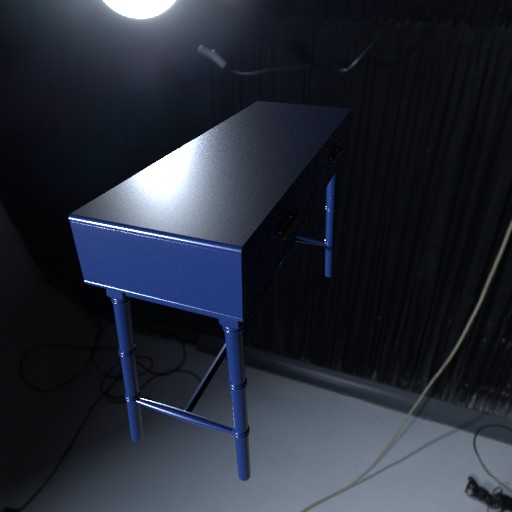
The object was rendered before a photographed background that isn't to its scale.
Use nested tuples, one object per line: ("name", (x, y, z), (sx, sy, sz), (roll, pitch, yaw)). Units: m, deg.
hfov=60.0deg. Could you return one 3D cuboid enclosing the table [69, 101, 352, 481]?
("table", (0.000, 0.000, 1.482), (0.399, 0.749, 1.118), (11, 33, 17))
